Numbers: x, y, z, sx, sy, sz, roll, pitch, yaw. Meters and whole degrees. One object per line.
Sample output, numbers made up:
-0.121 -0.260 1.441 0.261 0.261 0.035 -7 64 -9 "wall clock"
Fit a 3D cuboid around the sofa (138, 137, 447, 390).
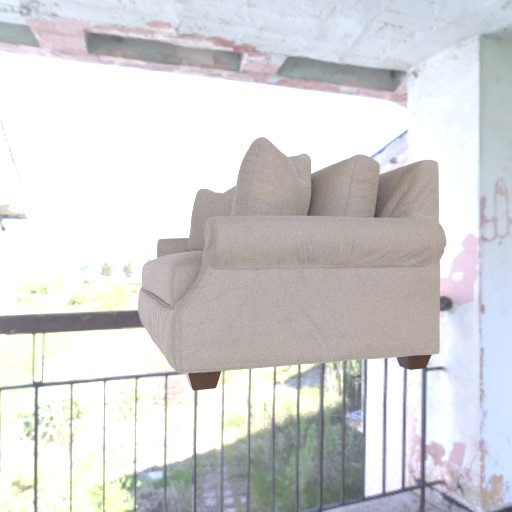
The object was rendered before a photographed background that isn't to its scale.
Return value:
0.000 0.000 2.242 1.070 0.905 1.550 0 -1 -19 "sofa"
